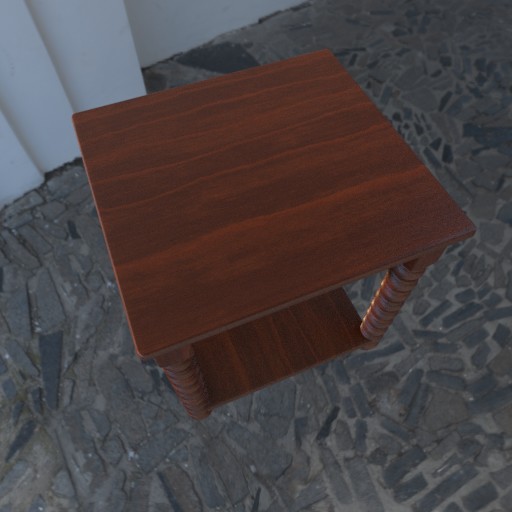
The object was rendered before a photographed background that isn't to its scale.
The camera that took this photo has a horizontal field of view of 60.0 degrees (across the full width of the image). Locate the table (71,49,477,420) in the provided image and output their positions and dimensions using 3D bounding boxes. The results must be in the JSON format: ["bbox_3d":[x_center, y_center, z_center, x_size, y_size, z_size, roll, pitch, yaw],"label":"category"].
[{"bbox_3d":[0.000,0.000,0.982,0.533,0.567,0.500,-19,60,-12],"label":"table"}]
